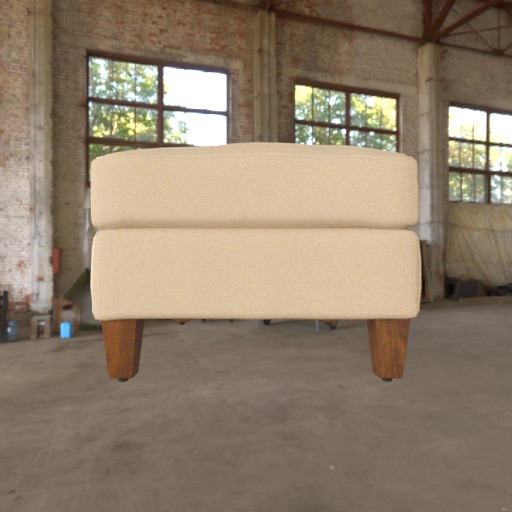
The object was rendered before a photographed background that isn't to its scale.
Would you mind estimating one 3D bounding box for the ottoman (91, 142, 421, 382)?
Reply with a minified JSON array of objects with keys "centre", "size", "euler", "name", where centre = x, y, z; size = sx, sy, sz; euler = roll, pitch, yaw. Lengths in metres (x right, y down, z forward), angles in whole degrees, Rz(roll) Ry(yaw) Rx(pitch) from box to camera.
[{"centre":[0.000,0.000,1.211],"size":[0.634,0.485,0.818],"euler":[0,0,0],"name":"ottoman"}]
